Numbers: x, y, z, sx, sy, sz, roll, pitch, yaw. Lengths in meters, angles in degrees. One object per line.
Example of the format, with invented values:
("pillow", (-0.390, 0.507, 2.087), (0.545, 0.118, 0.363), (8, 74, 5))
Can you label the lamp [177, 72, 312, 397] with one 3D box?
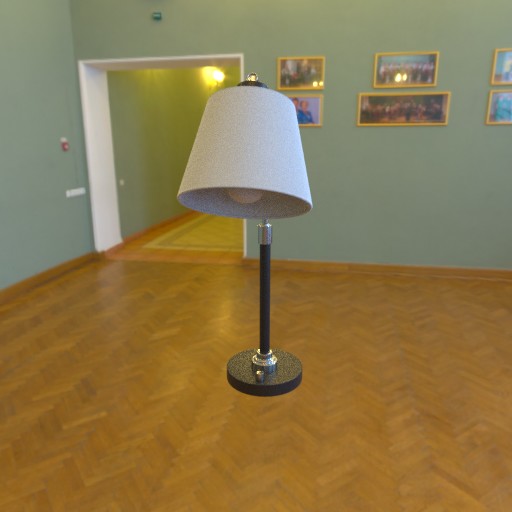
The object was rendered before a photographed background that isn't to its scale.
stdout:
("lamp", (0.000, 0.000, 0.707), (0.181, 0.539, 0.348), (2, 15, 9))
